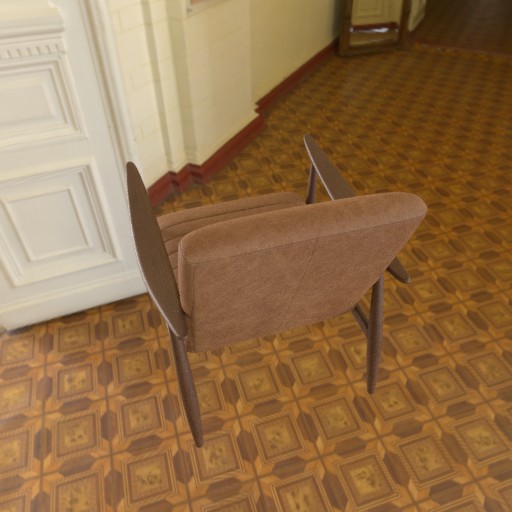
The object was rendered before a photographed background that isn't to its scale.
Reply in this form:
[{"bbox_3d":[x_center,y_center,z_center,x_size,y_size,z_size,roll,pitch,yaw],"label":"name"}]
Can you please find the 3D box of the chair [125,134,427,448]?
[{"bbox_3d":[0.000,0.000,1.452,0.741,0.832,0.798,-12,43,-13],"label":"chair"}]
